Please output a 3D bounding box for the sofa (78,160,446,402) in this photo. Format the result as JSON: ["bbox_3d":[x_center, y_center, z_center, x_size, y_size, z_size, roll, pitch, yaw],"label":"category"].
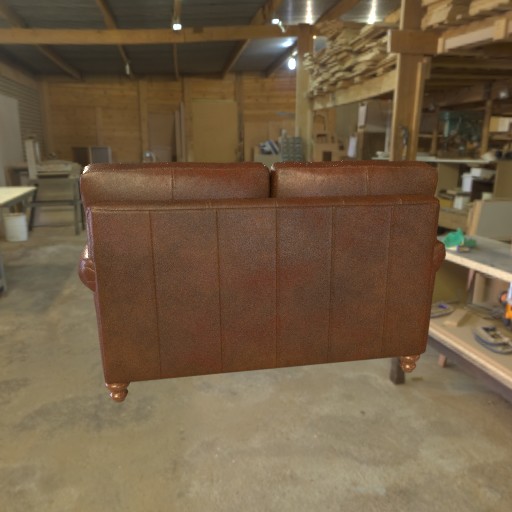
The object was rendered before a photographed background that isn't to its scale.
[{"bbox_3d":[0.000,0.000,2.277,1.616,0.976,0.990,-3,15,-10],"label":"sofa"}]
